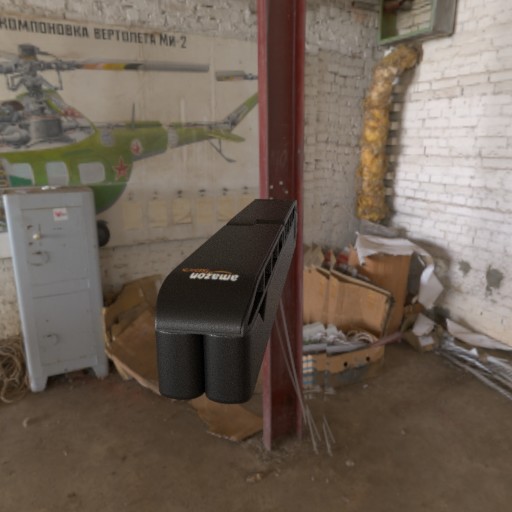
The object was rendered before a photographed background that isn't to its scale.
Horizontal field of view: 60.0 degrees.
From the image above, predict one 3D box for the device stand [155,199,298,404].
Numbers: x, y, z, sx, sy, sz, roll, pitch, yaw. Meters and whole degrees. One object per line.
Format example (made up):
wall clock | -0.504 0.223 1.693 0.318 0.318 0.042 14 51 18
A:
device stand | 0.000 0.000 0.190 0.026 0.030 0.179 2 15 8
